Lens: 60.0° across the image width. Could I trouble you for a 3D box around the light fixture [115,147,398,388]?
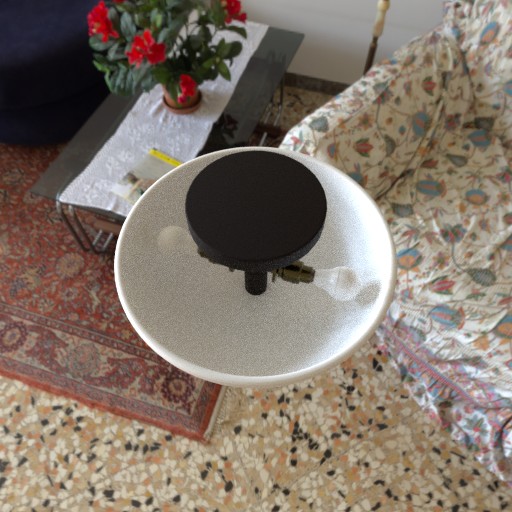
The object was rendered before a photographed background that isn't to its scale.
[{"bbox_3d":[0.000,0.000,0.543,0.331,0.212,0.331,0,58,0],"label":"light fixture"}]
